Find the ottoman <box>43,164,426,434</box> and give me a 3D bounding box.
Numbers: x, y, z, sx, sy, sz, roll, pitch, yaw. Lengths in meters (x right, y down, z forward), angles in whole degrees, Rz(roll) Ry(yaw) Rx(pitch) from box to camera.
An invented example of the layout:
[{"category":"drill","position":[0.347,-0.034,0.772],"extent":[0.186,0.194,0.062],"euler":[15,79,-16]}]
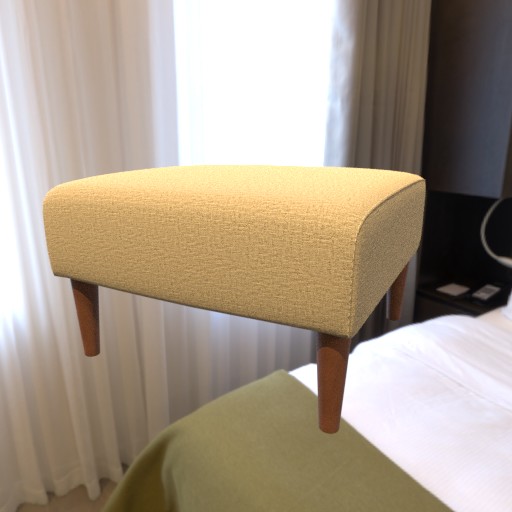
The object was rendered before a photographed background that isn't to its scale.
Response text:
[{"category":"ottoman","position":[0.000,0.000,1.032],"extent":[0.650,0.398,0.649],"euler":[8,17,27]}]
